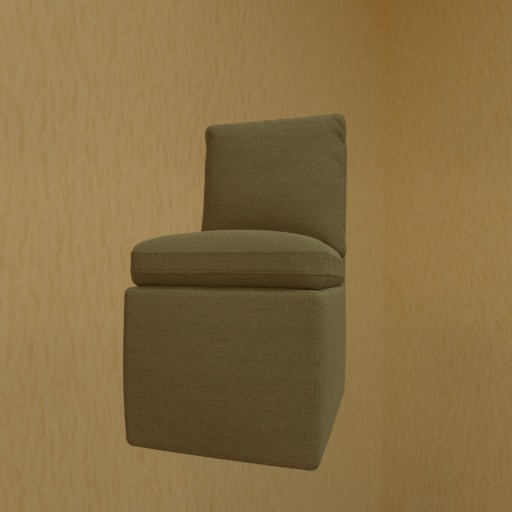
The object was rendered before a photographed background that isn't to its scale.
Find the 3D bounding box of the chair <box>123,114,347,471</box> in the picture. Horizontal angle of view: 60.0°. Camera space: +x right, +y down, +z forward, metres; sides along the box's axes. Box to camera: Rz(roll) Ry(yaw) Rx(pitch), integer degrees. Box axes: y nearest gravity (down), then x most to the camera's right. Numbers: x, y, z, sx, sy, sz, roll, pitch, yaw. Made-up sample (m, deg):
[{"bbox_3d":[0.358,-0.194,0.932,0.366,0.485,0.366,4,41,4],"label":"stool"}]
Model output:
[{"bbox_3d":[0.000,0.000,1.321,0.503,0.927,0.698,0,0,17],"label":"chair"}]
